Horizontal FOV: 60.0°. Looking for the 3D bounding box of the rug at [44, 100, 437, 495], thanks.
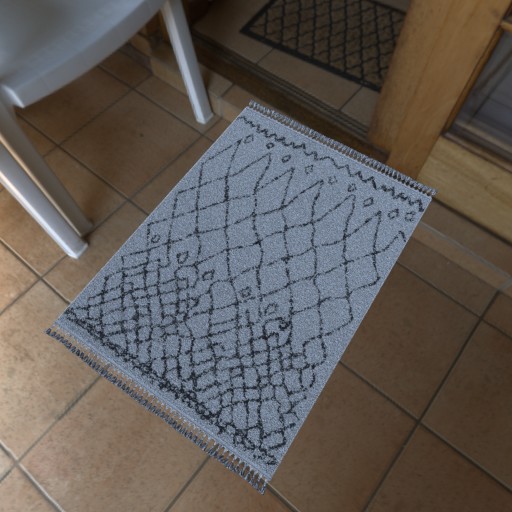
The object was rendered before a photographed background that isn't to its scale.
[{"bbox_3d":[0.000,0.000,2.961,1.613,0.017,2.312,31,68,14],"label":"rug"}]
